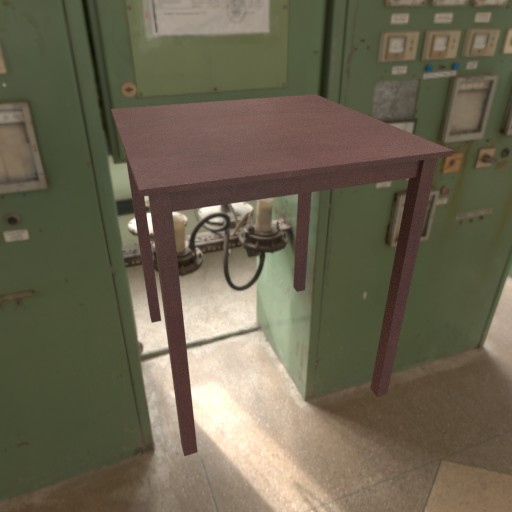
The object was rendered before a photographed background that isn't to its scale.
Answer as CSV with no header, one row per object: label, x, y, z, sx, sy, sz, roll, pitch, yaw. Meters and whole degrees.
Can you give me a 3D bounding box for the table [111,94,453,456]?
table,0.000,0.000,1.713,0.861,0.991,0.861,-10,32,-17
